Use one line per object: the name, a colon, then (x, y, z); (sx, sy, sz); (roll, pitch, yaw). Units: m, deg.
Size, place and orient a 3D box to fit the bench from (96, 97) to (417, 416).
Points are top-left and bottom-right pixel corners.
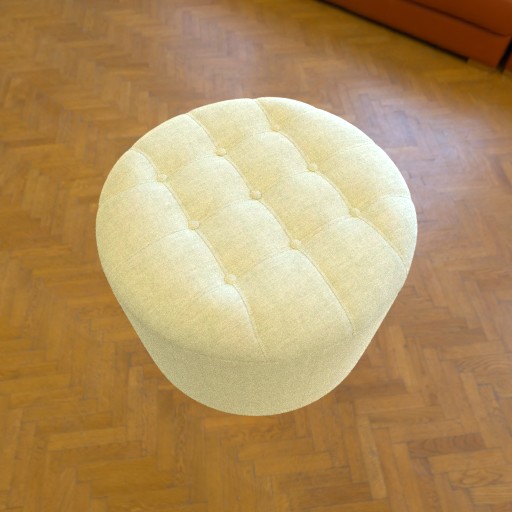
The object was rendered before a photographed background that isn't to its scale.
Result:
bench: (0.000, 0.000, 0.984); (0.600, 0.453, 0.600); (0, 58, 0)
